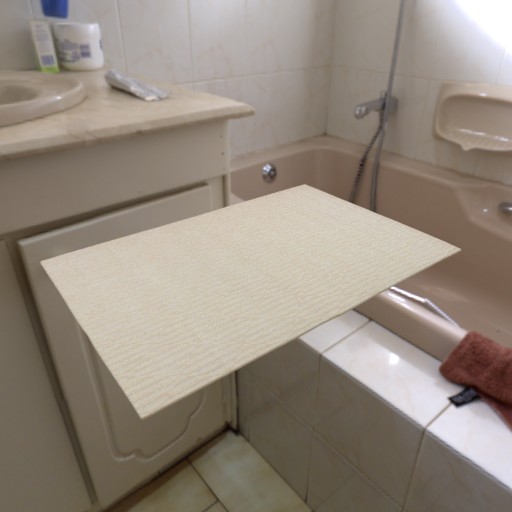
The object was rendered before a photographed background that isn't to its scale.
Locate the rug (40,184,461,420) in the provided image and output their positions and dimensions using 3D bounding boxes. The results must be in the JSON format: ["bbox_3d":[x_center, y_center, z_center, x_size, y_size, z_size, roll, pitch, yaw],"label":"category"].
[{"bbox_3d":[0.000,0.000,2.317,1.848,0.014,1.238,-21,36,-32],"label":"rug"}]
